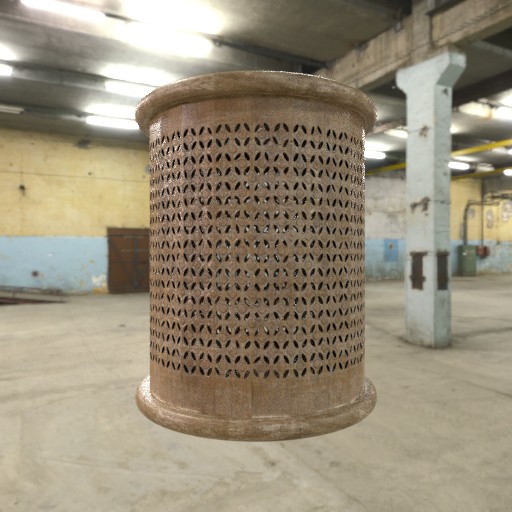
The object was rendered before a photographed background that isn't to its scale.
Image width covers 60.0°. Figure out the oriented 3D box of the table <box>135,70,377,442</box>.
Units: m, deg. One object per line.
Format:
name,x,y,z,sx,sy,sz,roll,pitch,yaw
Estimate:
table,0.000,0.000,0.772,0.407,0.482,0.407,0,0,0
